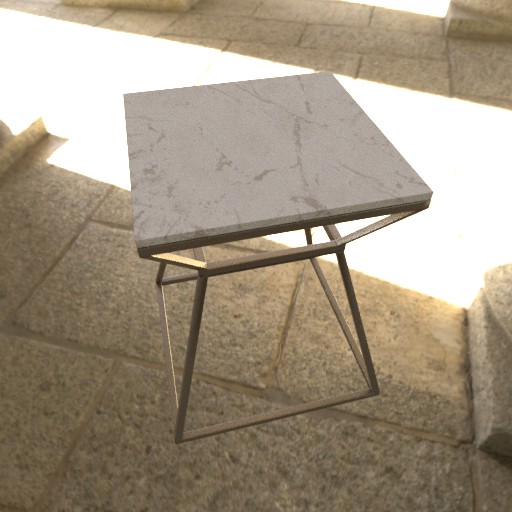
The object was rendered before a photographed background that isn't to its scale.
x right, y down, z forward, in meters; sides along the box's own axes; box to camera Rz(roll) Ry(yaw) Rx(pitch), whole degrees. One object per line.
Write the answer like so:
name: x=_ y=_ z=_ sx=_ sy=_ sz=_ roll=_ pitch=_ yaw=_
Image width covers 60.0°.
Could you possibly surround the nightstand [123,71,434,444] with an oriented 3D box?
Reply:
nightstand: x=0.000 y=0.000 z=0.909 sx=0.455 sy=0.554 sz=0.455 roll=-10 pitch=47 yaw=-10
